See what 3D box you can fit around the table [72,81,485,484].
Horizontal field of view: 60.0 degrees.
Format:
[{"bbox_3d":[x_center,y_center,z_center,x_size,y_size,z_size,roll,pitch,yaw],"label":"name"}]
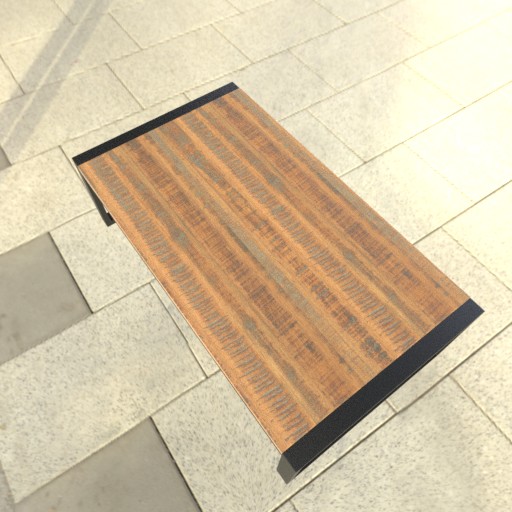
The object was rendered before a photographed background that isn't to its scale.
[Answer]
[{"bbox_3d":[0.000,0.000,1.694,0.750,0.400,1.350,-32,64,-18],"label":"table"}]
